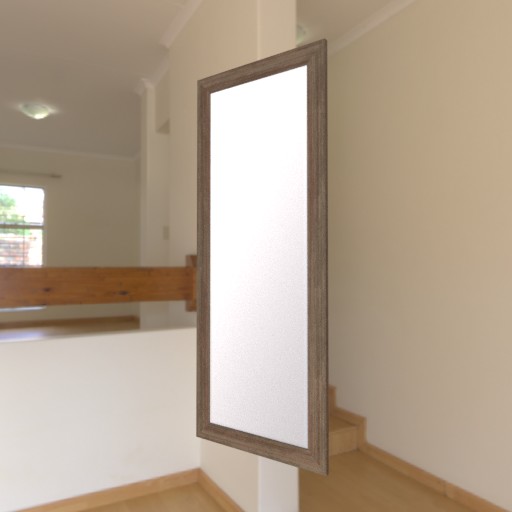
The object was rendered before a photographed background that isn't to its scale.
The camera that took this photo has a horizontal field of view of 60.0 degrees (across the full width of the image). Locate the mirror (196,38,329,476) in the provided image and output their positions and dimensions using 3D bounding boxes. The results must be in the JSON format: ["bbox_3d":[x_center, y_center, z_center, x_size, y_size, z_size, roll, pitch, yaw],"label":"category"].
[{"bbox_3d":[0.000,0.000,2.304,0.812,2.032,0.025,-1,-2,36],"label":"mirror"}]
